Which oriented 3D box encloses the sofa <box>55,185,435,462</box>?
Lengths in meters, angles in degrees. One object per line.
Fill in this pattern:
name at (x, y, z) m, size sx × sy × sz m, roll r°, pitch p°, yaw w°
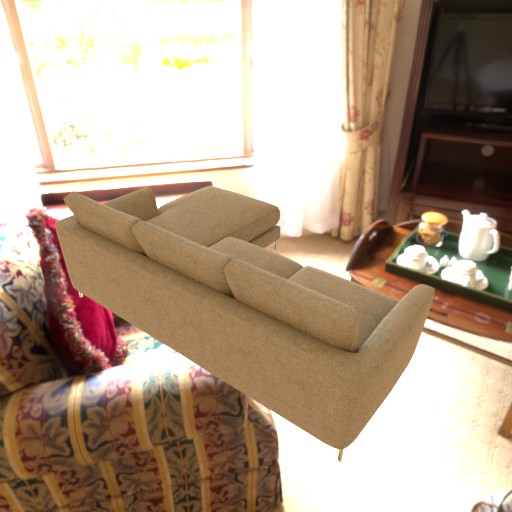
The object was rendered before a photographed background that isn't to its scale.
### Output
sofa at (0.000, 0.000, 3.130) m, size 2.438 × 0.864 × 1.626 m, roll 22°, pitch 37°, yaw 32°
